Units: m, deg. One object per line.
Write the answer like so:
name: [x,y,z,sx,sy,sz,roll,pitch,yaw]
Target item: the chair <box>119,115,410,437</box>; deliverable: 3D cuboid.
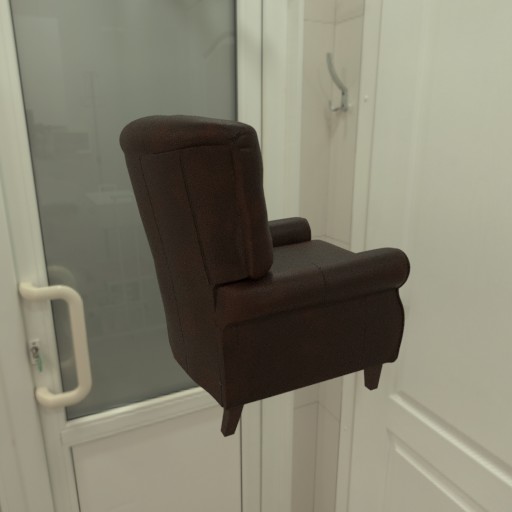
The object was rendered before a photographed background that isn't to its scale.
chair: [0.000,0.000,1.926,1.058,1.158,0.948,-8,18,-25]
